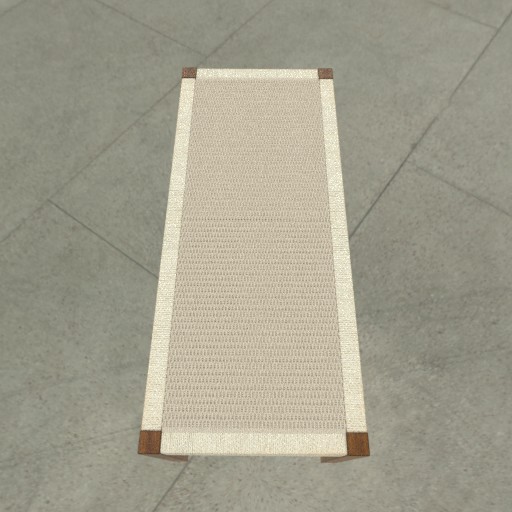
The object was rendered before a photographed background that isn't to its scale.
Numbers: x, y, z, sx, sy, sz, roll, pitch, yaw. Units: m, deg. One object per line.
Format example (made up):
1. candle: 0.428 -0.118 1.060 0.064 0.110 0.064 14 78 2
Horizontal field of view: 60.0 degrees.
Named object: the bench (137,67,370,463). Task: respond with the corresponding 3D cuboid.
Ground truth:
1. bench: 0.000 0.000 1.436 0.507 0.457 1.198 0 63 0
